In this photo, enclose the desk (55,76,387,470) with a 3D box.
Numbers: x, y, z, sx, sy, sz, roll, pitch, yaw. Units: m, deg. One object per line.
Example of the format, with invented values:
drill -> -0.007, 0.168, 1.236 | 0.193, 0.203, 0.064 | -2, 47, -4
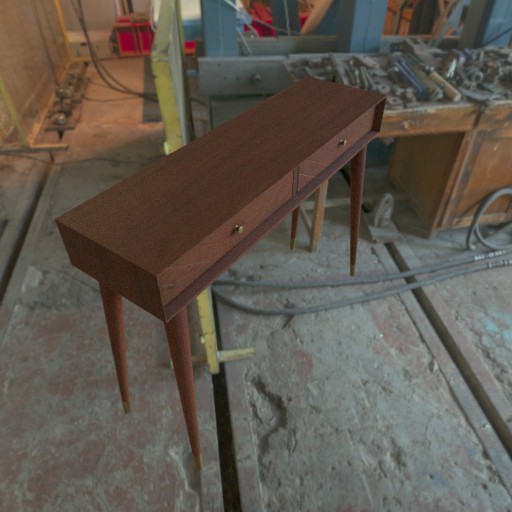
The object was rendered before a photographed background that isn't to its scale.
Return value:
desk -> 0.000, 0.000, 1.668 | 0.384, 0.917, 1.204 | 25, 47, 26
